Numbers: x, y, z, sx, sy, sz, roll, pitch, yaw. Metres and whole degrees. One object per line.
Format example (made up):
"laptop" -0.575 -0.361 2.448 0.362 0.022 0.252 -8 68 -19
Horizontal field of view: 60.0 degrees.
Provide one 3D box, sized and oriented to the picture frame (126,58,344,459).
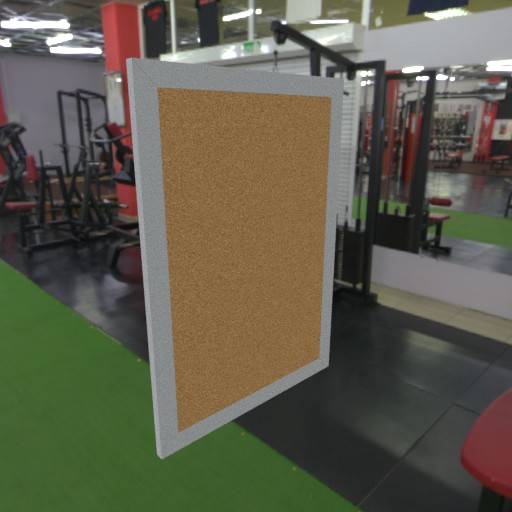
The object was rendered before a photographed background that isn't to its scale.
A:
"picture frame" 0.000 0.000 0.592 0.326 0.459 0.011 -15 22 -40
